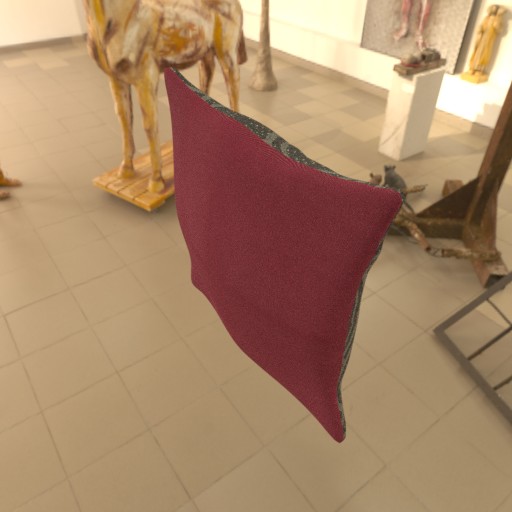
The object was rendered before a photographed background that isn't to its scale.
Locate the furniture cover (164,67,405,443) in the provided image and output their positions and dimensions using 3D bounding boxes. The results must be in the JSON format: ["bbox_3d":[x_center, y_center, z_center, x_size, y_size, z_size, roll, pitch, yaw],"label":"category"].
[{"bbox_3d":[0.000,0.000,0.775,0.163,0.513,0.514,-25,46,-27],"label":"furniture cover"}]
